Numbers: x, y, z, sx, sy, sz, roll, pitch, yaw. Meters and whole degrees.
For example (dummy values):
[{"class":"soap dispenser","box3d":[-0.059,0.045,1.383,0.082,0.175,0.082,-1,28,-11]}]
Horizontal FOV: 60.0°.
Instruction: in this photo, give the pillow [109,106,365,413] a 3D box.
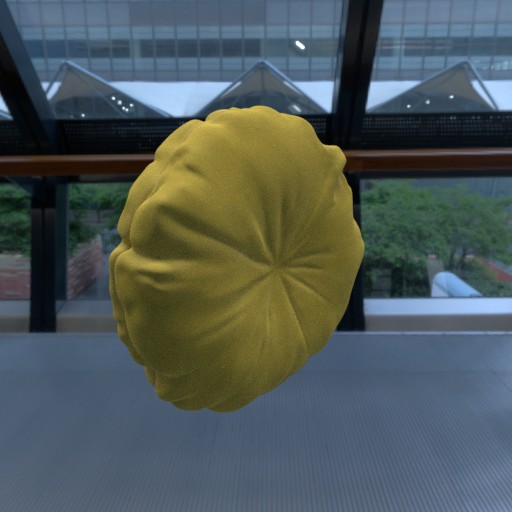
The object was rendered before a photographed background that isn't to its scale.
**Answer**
[{"class":"pillow","box3d":[0.000,0.000,0.634,0.428,0.407,0.148,-14,20,-42]}]
